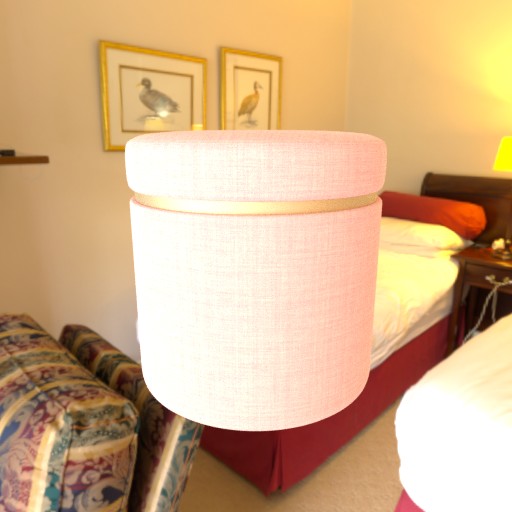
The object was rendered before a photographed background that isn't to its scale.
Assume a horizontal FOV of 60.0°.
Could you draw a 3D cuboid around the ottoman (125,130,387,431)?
[{"bbox_3d":[0.000,0.000,0.747,0.400,0.406,0.400,0,15,0],"label":"ottoman"}]
